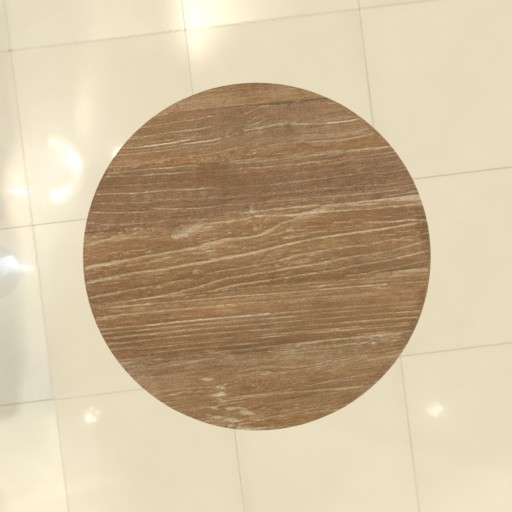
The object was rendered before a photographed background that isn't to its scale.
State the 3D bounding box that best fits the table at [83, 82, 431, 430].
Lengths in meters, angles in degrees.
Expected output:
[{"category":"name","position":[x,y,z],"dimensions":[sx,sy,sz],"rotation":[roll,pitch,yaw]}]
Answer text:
[{"category":"table","position":[0.000,0.000,0.945],"dimensions":[0.527,0.551,0.527],"rotation":[0,90,0]}]
